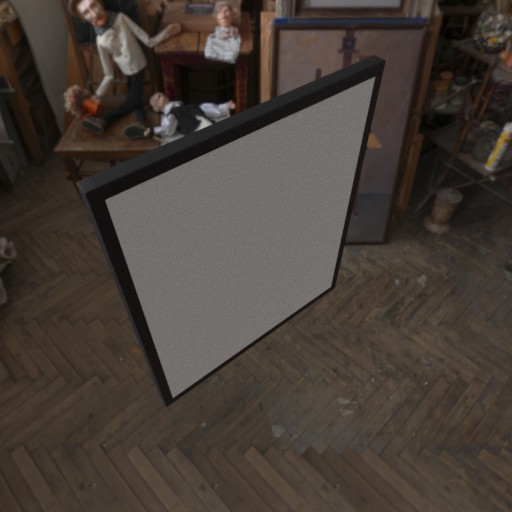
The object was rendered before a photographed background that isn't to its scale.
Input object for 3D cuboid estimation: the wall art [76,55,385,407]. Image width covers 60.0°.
[{"bbox_3d":[0.000,0.000,0.704,0.430,0.509,0.021,-31,56,-24],"label":"wall art"}]
